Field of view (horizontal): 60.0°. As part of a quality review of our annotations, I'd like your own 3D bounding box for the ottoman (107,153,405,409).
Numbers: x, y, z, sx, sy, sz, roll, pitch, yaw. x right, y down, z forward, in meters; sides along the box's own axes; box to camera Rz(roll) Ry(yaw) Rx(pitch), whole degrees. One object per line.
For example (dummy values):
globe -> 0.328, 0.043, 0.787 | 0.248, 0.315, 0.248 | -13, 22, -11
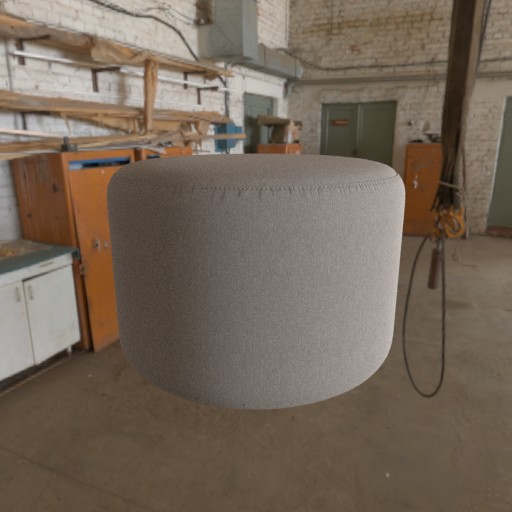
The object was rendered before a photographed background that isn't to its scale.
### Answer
ottoman -> 0.000, 0.000, 0.986 | 0.608, 0.433, 0.608 | 0, 15, 0
